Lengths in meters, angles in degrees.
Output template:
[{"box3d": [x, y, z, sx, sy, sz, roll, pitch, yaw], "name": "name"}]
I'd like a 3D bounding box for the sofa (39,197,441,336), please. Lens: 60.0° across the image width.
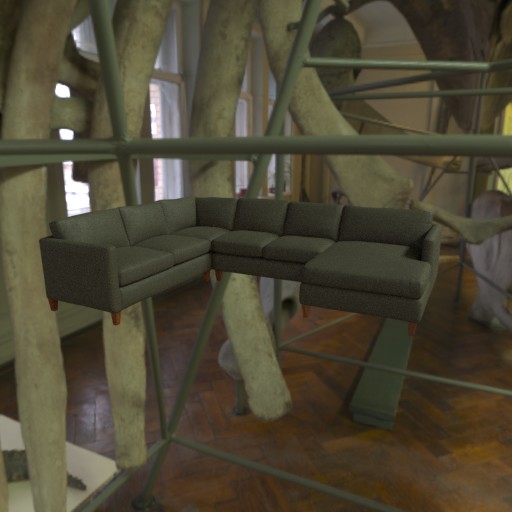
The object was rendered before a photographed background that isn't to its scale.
[{"box3d": [0.000, 0.000, 4.694, 3.460, 0.961, 2.594, 7, 15, 25], "name": "sofa"}]
